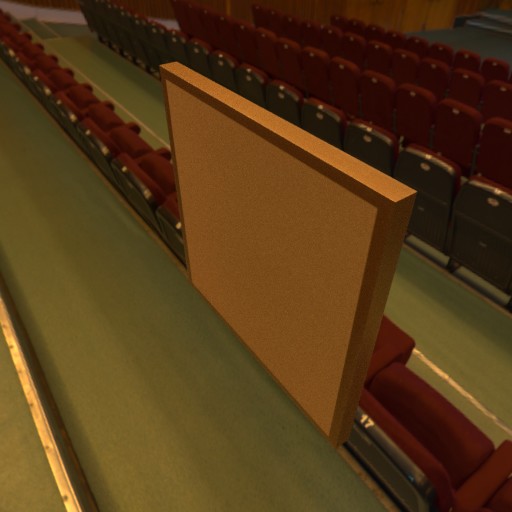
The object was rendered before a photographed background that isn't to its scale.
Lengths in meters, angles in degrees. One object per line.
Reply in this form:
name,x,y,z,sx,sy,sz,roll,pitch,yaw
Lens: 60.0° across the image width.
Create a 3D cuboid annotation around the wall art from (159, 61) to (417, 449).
wall art,0.000,0.000,0.763,0.033,0.509,0.510,-25,47,-26
